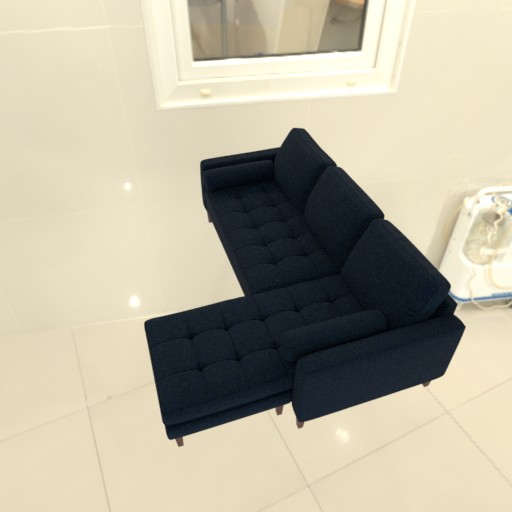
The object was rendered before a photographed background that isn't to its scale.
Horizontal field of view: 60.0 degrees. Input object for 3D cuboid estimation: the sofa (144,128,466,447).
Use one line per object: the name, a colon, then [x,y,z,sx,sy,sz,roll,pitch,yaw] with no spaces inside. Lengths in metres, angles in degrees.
sofa: [0.000,0.000,2.993,1.613,0.841,2.185,-13,43,-14]
